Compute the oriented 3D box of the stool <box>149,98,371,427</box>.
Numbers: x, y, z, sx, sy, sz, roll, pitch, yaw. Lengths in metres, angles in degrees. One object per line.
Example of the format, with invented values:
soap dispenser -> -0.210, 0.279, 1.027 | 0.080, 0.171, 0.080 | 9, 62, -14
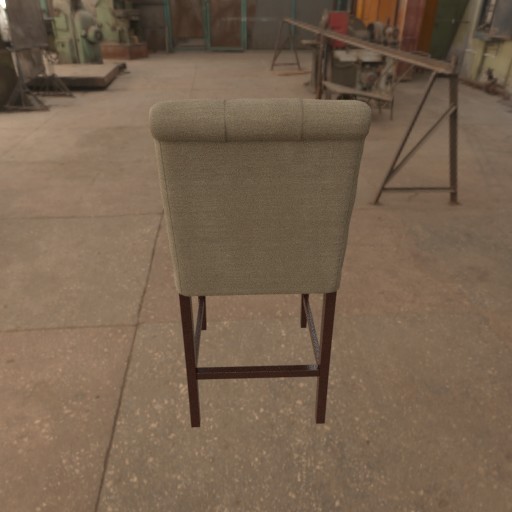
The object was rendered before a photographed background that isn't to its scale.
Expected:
stool -> 0.000, 0.000, 1.434 | 0.486, 1.084, 0.660 | -1, 31, -2
